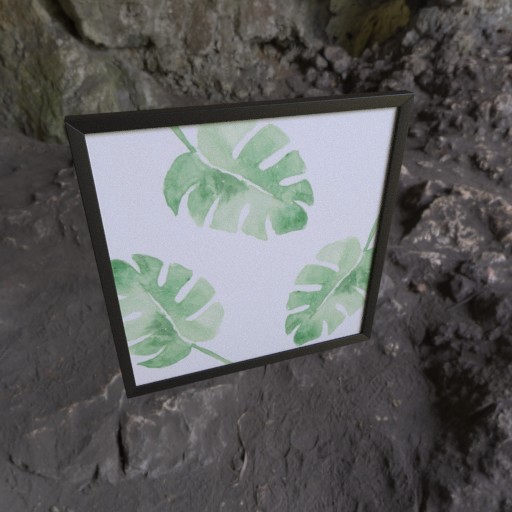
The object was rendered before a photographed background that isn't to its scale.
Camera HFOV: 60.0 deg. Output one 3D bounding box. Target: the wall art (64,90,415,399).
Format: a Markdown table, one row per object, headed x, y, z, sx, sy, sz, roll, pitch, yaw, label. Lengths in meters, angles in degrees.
| x | y | z | sx | sy | sz | roll | pitch | yaw | label |
| --- | --- | --- | --- | --- | --- | --- | --- | --- | --- |
| 0.000 | 0.000 | 1.145 | 0.765 | 0.765 | 0.038 | -10 | 33 | -15 | wall art |
